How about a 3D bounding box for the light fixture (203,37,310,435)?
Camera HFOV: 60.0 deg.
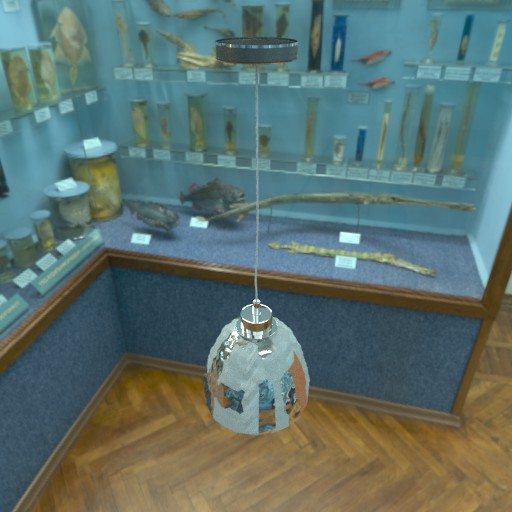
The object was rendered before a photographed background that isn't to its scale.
[{"bbox_3d":[0.000,0.000,1.723,0.496,1.511,0.500,9,32,14],"label":"light fixture"}]
